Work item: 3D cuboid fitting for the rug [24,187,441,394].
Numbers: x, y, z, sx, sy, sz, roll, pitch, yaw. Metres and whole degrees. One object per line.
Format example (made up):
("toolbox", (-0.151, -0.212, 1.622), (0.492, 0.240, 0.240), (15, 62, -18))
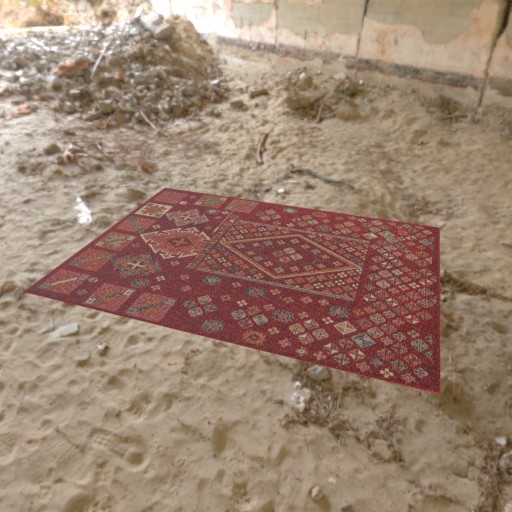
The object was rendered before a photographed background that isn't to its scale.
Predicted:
("rug", (0.000, 0.000, 4.219), (3.306, 0.011, 2.389), (10, 33, 16))
